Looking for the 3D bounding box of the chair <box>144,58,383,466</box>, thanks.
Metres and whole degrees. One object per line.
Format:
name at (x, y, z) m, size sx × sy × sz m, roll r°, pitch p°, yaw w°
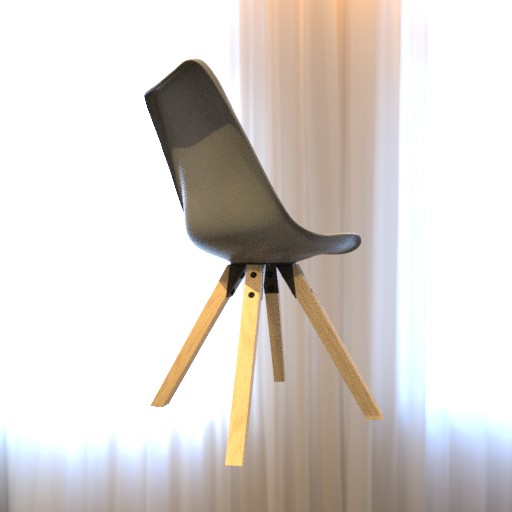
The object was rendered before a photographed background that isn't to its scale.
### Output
chair at (0.000, 0.000, 1.187) m, size 0.550 × 0.850 × 0.485 m, roll 0°, pitch 1°, yaw -35°
